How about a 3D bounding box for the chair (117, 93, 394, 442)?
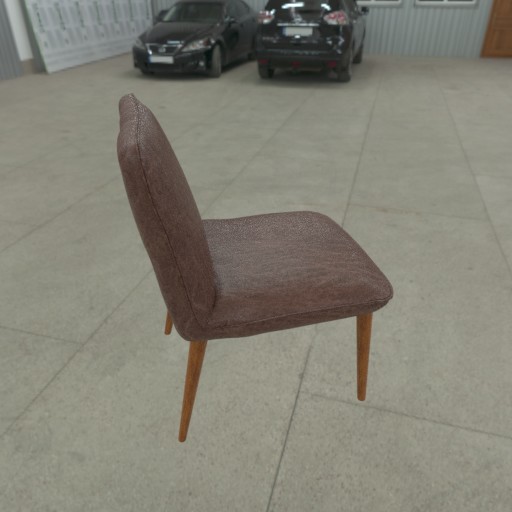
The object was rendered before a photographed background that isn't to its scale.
[{"bbox_3d":[0.000,0.000,1.211,0.645,0.803,0.543,-10,32,-17],"label":"chair"}]
